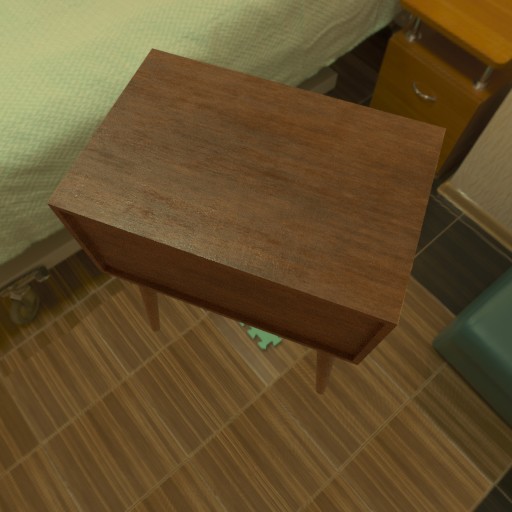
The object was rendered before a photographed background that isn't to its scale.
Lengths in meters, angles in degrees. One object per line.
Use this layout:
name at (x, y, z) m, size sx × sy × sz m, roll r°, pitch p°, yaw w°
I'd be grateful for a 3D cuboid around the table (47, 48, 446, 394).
table at (0.000, 0.000, 0.853) m, size 0.454 × 0.580 × 0.307 m, roll 19°, pitch 66°, yaw 9°
